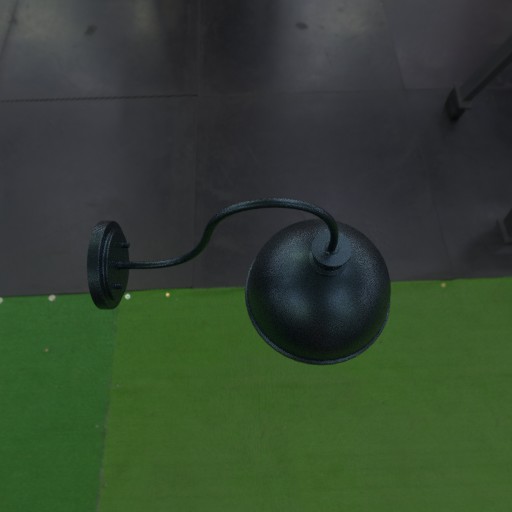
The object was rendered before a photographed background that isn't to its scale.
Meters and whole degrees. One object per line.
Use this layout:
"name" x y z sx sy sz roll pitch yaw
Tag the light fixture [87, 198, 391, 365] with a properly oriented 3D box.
"light fixture" 0.000 0.000 0.649 0.467 0.295 0.253 0 64 0
